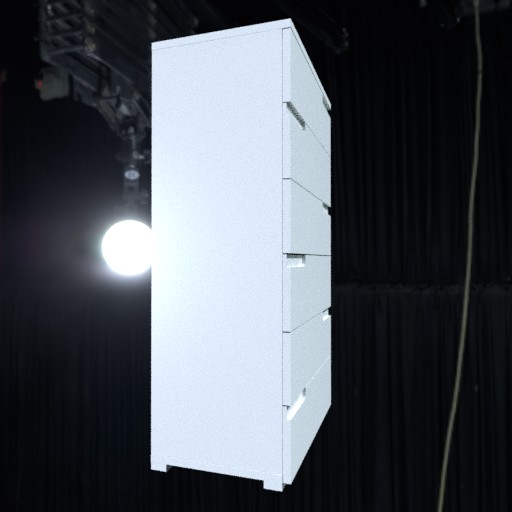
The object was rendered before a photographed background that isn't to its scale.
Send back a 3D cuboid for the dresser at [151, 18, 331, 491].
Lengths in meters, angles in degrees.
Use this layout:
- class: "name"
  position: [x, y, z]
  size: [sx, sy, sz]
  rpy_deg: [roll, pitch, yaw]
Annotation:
- class: "dresser"
  position: [0.000, 0.000, 1.482]
  size: [0.400, 1.190, 0.650]
  rpy_deg: [0, -1, 18]
